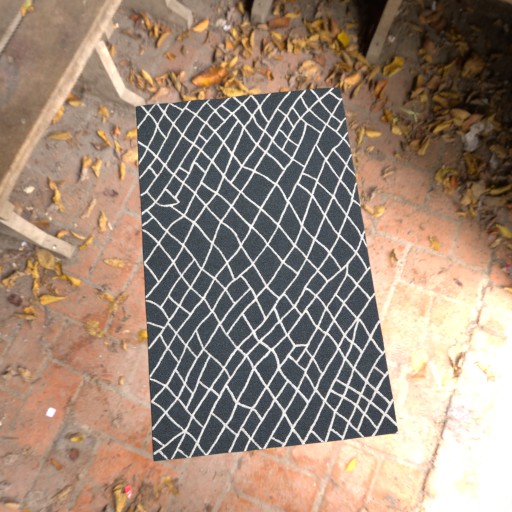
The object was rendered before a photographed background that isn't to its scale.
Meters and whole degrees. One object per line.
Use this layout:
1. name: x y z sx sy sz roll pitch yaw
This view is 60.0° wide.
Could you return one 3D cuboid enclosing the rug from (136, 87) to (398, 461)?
1. rug: 0.000 0.000 3.016 1.529 0.017 2.448 -6 77 -1
